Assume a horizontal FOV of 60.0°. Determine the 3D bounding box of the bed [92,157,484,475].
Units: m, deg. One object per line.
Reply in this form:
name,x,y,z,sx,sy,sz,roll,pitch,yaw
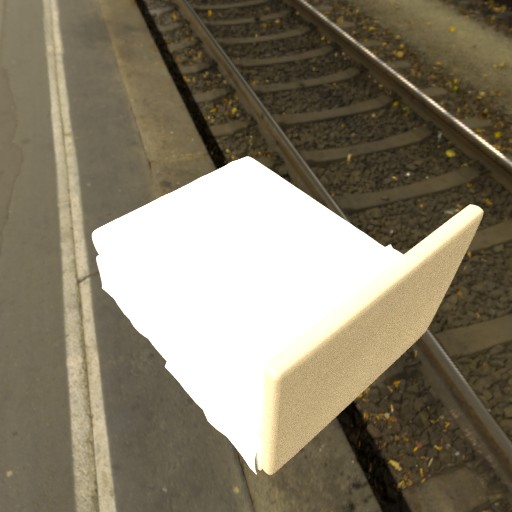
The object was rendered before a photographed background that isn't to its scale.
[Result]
bed,0.000,0.000,3.195,1.723,1.330,2.142,-32,54,-27
